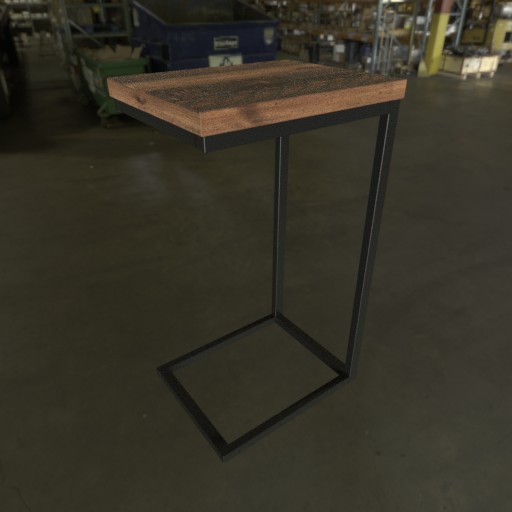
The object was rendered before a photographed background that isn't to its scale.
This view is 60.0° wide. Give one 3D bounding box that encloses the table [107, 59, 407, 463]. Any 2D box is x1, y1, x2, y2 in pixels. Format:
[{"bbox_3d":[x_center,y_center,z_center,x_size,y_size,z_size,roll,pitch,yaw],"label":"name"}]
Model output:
[{"bbox_3d":[0.000,0.000,0.953,0.414,0.718,0.323,-21,36,-31],"label":"table"}]
